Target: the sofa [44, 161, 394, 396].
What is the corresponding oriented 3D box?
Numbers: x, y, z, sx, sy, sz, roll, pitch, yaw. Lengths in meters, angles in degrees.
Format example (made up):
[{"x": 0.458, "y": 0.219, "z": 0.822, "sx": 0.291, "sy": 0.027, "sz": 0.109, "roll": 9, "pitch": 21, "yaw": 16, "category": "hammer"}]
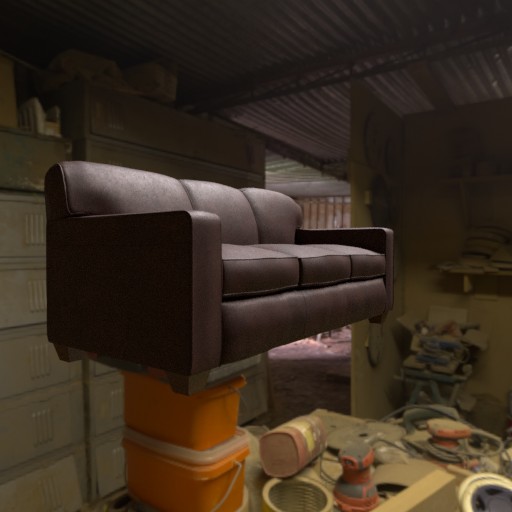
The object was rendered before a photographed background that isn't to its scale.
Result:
[{"x": 0.000, "y": 0.000, "z": 2.581, "sx": 1.008, "sy": 0.953, "sz": 2.039, "roll": 1, "pitch": 1, "yaw": 37, "category": "sofa"}]
